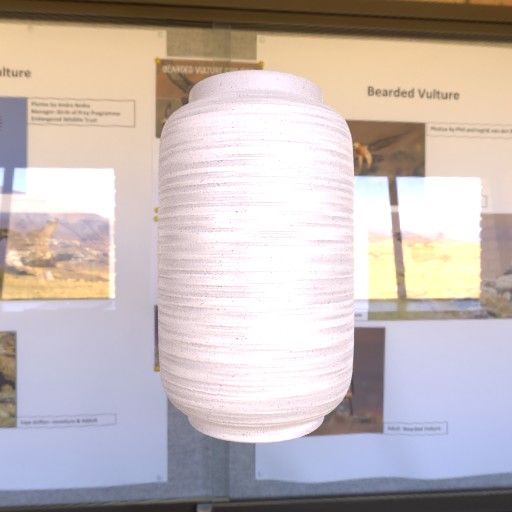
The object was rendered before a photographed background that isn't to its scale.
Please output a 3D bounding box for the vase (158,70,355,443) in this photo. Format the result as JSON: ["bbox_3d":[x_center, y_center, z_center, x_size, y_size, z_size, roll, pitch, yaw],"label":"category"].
[{"bbox_3d":[0.000,0.000,0.465,0.202,0.335,0.202,0,0,0],"label":"vase"}]
